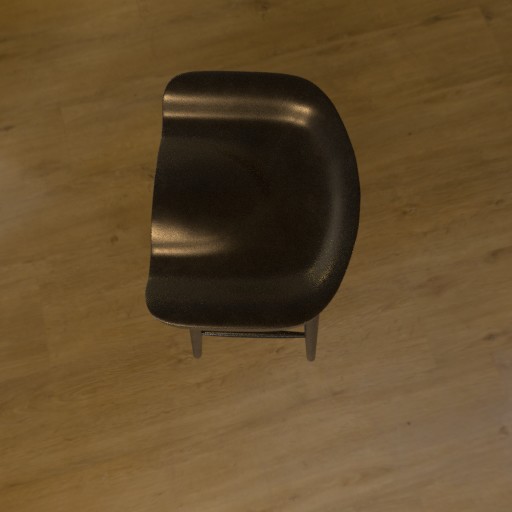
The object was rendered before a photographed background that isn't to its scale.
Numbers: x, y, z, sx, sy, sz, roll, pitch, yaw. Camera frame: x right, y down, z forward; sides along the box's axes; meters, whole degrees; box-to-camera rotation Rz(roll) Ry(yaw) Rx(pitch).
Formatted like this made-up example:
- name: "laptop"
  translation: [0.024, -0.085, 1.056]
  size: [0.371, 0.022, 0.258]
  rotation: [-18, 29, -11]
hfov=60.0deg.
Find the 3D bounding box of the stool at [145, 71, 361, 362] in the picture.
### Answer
- name: "stool"
  translation: [0.000, 0.000, 1.003]
  size: [0.361, 0.749, 0.440]
  rotation: [1, 75, 0]
